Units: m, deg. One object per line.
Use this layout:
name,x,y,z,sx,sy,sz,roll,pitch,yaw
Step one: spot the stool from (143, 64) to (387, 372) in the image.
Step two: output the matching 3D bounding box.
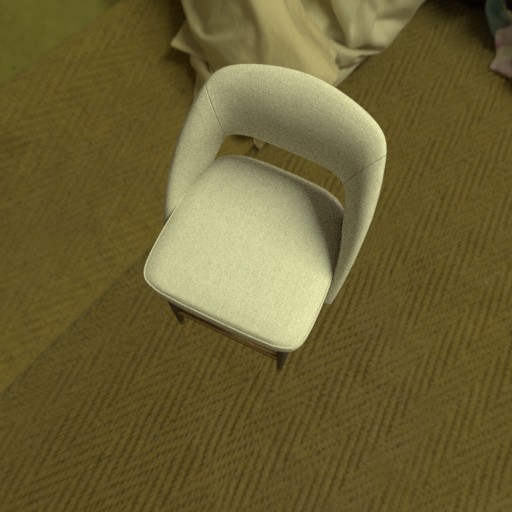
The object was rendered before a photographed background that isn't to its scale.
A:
stool,0.000,0.000,1.311,0.494,1.037,0.509,24,76,7
